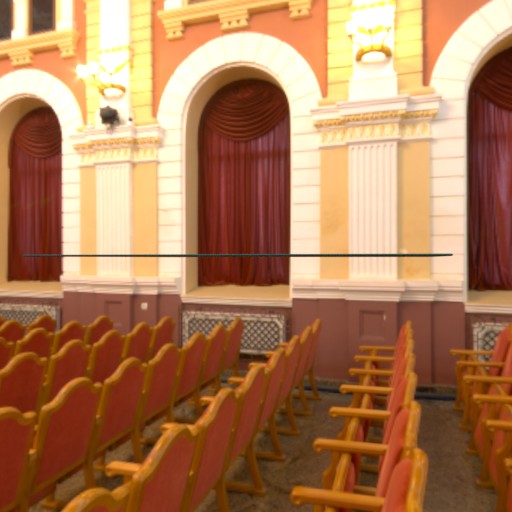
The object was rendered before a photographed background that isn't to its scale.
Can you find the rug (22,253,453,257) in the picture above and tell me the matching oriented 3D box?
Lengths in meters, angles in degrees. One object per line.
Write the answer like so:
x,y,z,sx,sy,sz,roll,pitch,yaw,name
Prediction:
0.000,0.000,3.970,3.044,0.015,2.226,0,0,19,rug
